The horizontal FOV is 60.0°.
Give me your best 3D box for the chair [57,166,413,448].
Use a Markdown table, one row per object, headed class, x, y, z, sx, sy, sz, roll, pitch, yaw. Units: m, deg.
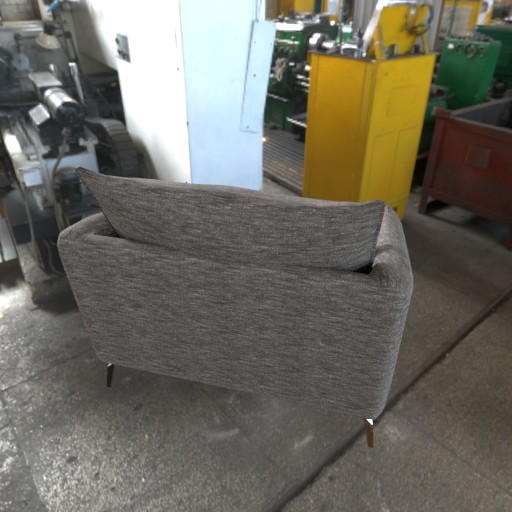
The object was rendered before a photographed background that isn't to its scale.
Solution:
| class | x | y | z | sx | sy | sz | roll | pitch | yaw |
| --- | --- | --- | --- | --- | --- | --- | --- | --- | --- |
| chair | 0.000 | 0.000 | 1.553 | 1.004 | 0.842 | 0.805 | 8 | 33 | 13 |
